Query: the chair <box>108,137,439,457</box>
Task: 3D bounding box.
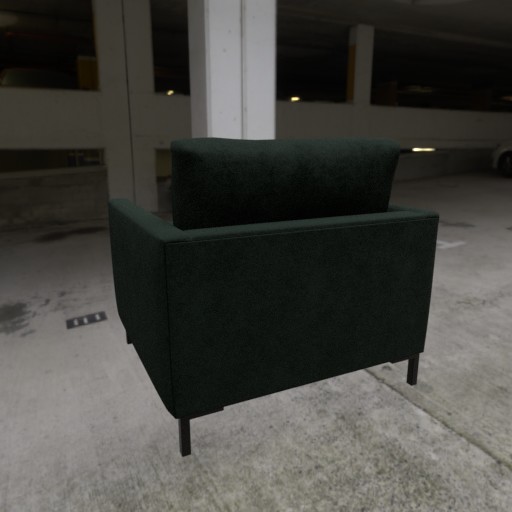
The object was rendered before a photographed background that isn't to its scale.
[{"bbox_3d":[0.000,0.000,1.669,0.963,0.861,0.866,-7,15,-25],"label":"chair"}]
